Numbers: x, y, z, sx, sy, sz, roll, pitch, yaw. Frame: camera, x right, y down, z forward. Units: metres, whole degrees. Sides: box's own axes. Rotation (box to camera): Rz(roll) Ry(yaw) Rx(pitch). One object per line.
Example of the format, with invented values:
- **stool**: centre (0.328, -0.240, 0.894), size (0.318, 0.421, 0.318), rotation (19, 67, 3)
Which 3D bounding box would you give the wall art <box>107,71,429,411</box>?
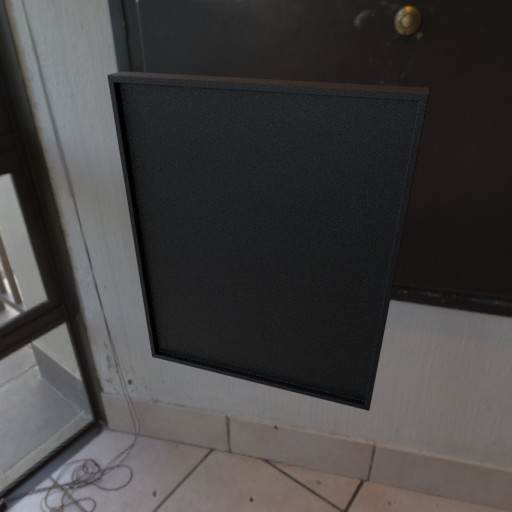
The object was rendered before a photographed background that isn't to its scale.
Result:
- **wall art**: centre (0.000, 0.000, 0.747), size (0.449, 0.555, 0.039), rotation (9, 32, 16)
